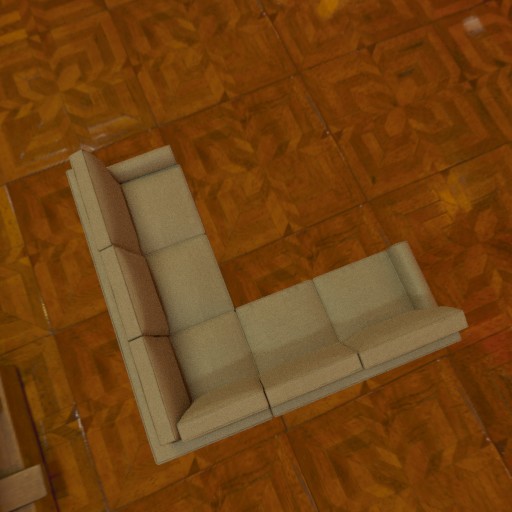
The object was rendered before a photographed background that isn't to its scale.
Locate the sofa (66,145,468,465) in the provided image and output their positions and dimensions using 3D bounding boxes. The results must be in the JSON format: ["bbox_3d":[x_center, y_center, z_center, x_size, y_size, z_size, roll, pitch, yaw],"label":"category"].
[{"bbox_3d":[0.000,0.000,4.006,2.618,1.081,2.623,-21,76,-5],"label":"sofa"}]
